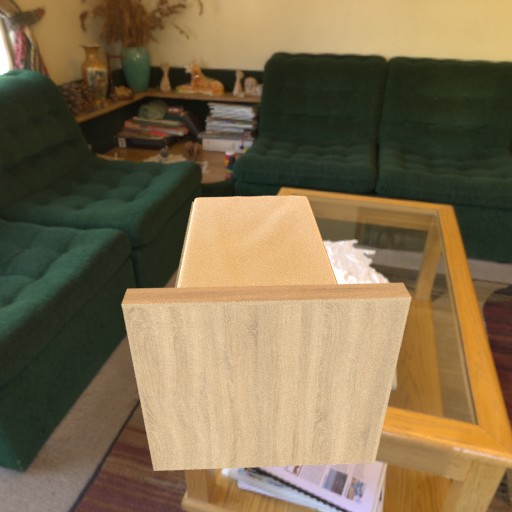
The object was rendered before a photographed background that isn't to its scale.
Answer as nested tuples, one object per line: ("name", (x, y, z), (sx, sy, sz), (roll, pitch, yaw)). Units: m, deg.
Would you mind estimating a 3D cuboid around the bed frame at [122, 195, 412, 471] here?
("bed frame", (0.000, 0.000, 2.664), (0.990, 0.920, 2.140), (-1, 31, -2))
